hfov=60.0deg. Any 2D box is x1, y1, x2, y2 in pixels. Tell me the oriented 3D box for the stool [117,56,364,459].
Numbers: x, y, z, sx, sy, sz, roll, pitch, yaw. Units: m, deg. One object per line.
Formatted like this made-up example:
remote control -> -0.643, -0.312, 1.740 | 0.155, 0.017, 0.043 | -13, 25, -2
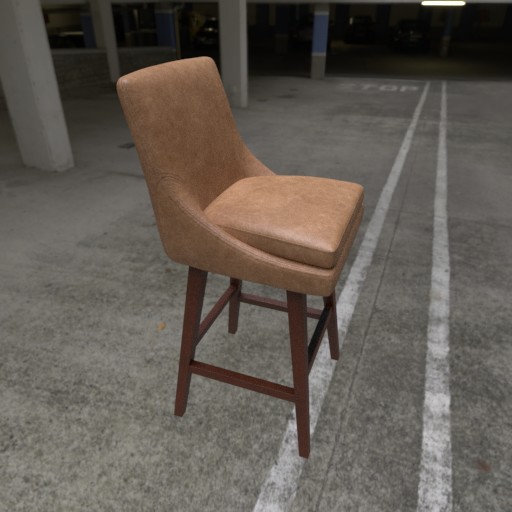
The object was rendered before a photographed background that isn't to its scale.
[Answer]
stool -> 0.000, 0.000, 1.374 | 0.572, 1.079, 0.487 | 11, 32, 18
